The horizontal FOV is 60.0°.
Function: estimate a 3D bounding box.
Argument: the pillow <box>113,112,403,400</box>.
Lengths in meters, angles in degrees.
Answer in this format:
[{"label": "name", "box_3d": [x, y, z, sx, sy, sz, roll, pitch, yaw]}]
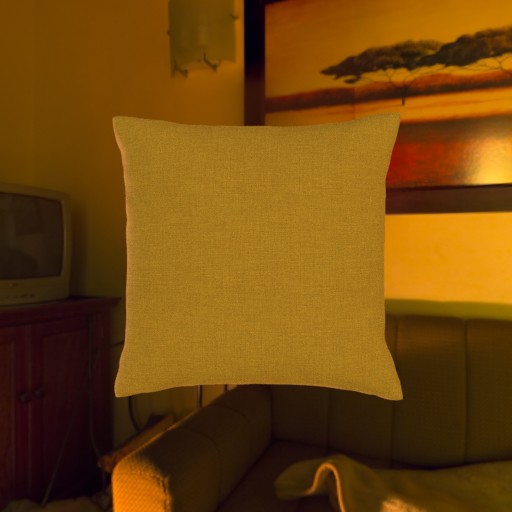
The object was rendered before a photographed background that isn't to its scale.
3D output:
[{"label": "pillow", "box_3d": [0.000, 0.000, 0.789, 0.517, 0.508, 0.158, 0, 0, 2]}]
